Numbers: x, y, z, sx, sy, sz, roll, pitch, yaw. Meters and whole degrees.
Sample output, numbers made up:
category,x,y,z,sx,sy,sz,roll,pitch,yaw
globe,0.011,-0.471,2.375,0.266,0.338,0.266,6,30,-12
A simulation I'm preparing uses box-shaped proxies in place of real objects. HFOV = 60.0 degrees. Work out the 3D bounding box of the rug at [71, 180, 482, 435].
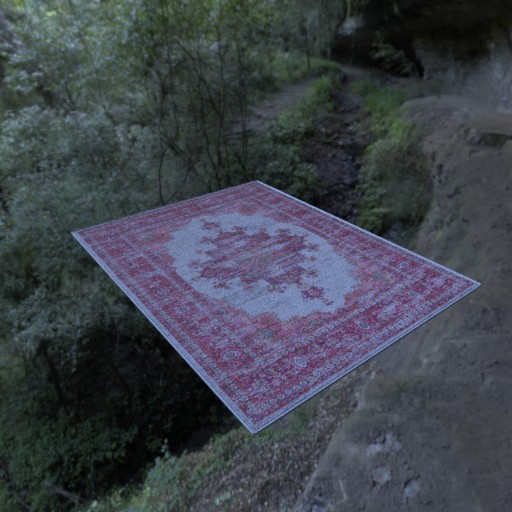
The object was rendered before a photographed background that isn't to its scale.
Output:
category,x,y,z,sx,sy,sz,roll,pitch,yaw
rug,0.000,0.000,4.177,2.447,0.017,3.123,-21,37,-32
